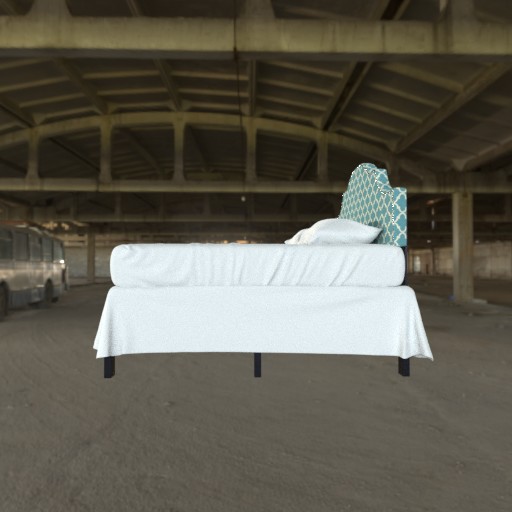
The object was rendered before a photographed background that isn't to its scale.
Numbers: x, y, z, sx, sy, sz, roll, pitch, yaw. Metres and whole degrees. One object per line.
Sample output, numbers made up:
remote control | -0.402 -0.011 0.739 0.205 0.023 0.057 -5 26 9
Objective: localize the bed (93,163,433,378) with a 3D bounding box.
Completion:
bed | 0.000 0.000 3.875 2.222 1.601 2.314 0 -1 -1
